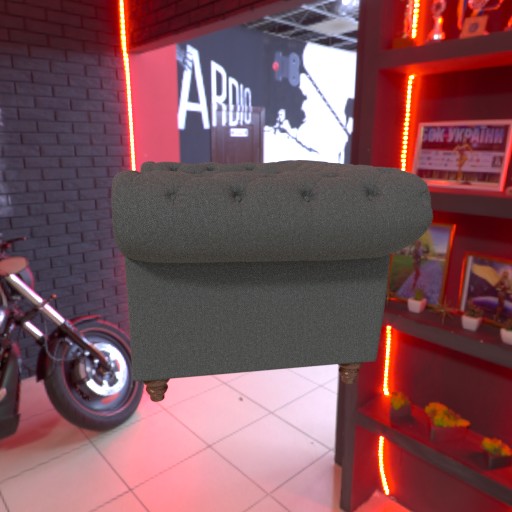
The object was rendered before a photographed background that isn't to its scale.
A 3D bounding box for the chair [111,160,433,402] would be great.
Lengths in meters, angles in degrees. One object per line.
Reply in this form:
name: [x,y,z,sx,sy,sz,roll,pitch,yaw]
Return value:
chair: [0.000,0.000,1.870,0.976,0.770,1.270,-2,14,-10]
